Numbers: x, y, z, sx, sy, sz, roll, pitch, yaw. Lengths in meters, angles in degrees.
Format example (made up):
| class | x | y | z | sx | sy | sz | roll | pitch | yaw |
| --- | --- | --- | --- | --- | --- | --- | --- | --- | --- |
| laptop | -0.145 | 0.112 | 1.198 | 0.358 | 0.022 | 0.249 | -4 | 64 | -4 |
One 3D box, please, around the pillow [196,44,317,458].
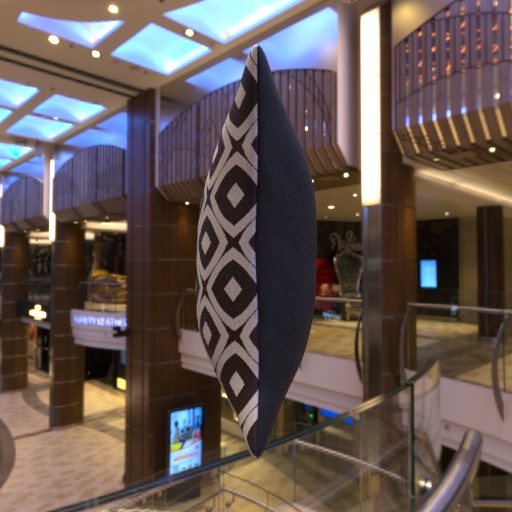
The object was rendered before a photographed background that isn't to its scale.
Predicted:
| class | x | y | z | sx | sy | sz | roll | pitch | yaw |
| --- | --- | --- | --- | --- | --- | --- | --- | --- | --- |
| pillow | 0.000 | 0.000 | 0.775 | 0.188 | 0.494 | 0.504 | 0 | -2 | 0 |
